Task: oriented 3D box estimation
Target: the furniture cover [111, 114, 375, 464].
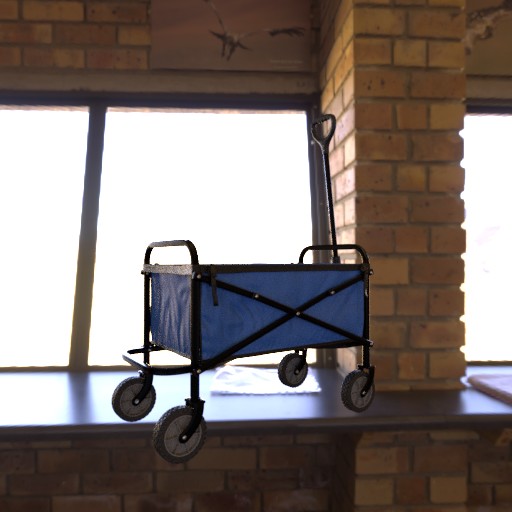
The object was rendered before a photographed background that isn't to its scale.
[{"bbox_3d":[0.000,0.000,1.821,1.038,1.295,0.532,0,-1,-35],"label":"furniture cover"}]
